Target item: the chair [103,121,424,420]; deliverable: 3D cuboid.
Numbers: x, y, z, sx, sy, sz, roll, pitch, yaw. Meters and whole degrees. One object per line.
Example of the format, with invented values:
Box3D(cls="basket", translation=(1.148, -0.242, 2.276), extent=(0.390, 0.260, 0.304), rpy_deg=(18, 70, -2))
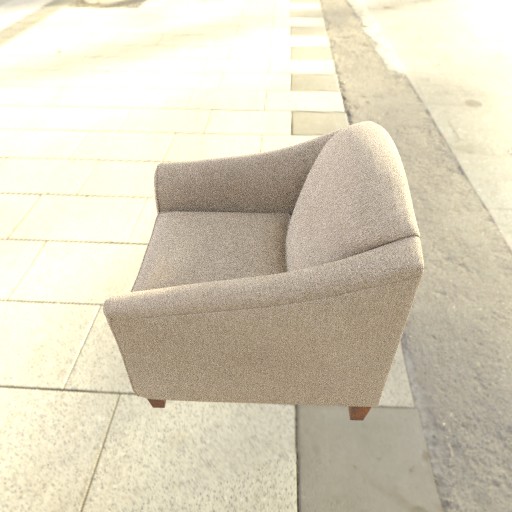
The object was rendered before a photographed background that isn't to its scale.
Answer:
Box3D(cls="chair", translation=(0.000, 0.000, 1.468), extent=(0.787, 0.839, 0.763), rpy_deg=(1, 41, 1))
